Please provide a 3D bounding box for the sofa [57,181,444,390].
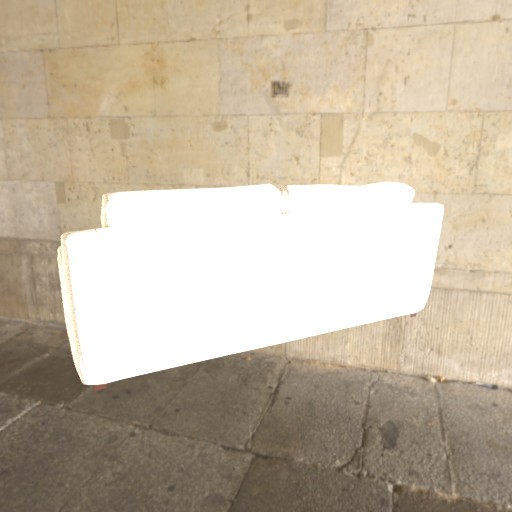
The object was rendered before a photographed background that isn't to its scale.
[{"bbox_3d":[0.000,0.000,3.053,2.470,1.022,1.009,-7,16,-26],"label":"sofa"}]
